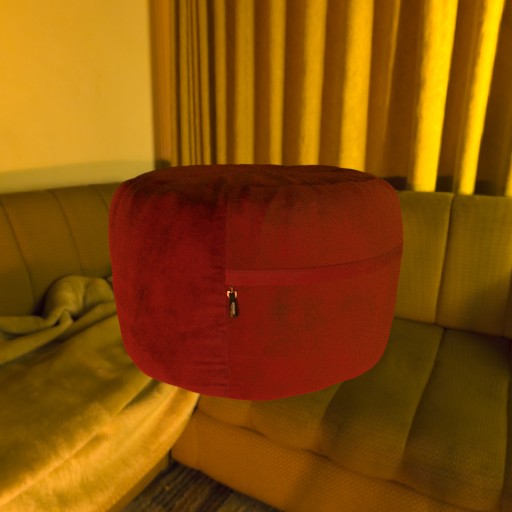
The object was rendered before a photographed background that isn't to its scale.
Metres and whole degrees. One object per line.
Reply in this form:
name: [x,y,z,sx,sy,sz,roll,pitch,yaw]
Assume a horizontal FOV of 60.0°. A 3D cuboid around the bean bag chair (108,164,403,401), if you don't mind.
bean bag chair: [0.000,0.000,1.948,1.219,0.762,1.219,0,15,0]
